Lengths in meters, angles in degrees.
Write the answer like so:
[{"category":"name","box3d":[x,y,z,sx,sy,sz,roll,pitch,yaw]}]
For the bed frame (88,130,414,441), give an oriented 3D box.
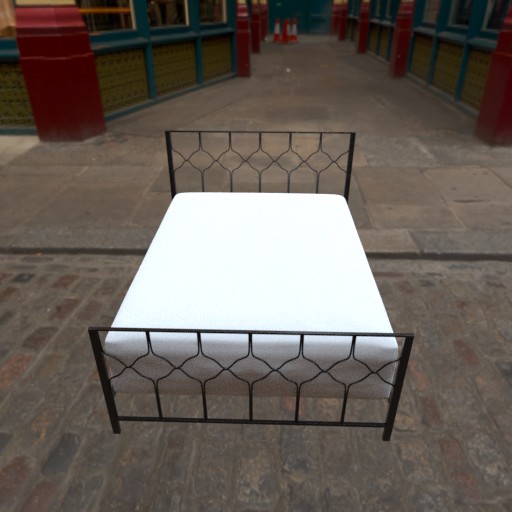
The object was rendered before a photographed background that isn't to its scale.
[{"category":"bed frame","box3d":[0.000,0.000,3.140,1.597,1.222,2.063,1,30,2]}]
